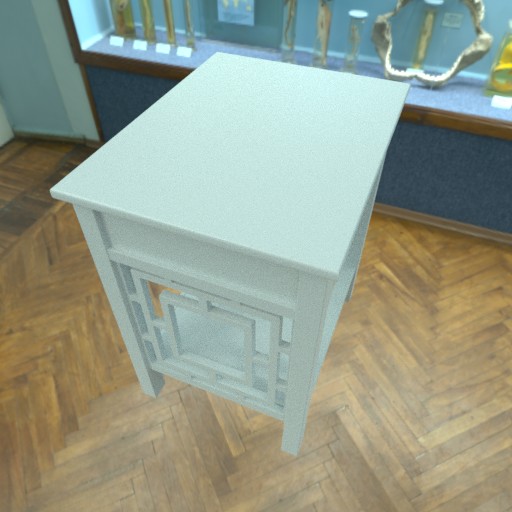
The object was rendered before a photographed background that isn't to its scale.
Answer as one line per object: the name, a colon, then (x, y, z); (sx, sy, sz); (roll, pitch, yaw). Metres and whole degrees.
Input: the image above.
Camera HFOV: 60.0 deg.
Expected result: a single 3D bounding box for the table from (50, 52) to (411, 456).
table: (0.000, 0.000, 1.009); (0.451, 0.646, 0.564); (16, 48, 16)
